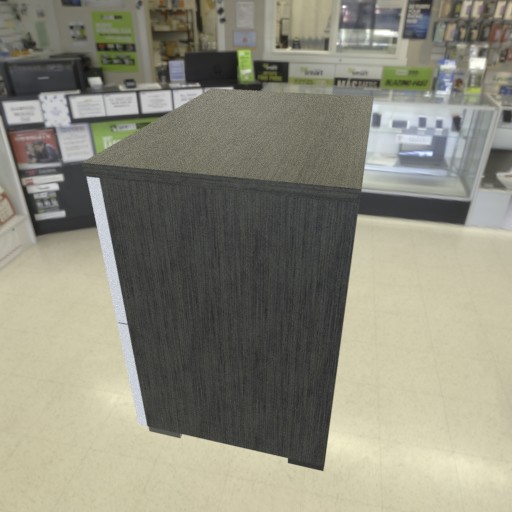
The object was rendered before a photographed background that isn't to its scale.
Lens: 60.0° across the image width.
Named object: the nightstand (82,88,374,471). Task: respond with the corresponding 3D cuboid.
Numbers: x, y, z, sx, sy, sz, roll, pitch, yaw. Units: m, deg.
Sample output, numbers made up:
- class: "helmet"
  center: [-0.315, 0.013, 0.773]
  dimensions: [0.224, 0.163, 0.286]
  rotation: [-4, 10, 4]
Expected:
- class: "nightstand"
  center: [0.000, 0.000, 0.769]
  dimensions: [0.325, 0.460, 0.441]
  rotation: [8, 32, 12]
